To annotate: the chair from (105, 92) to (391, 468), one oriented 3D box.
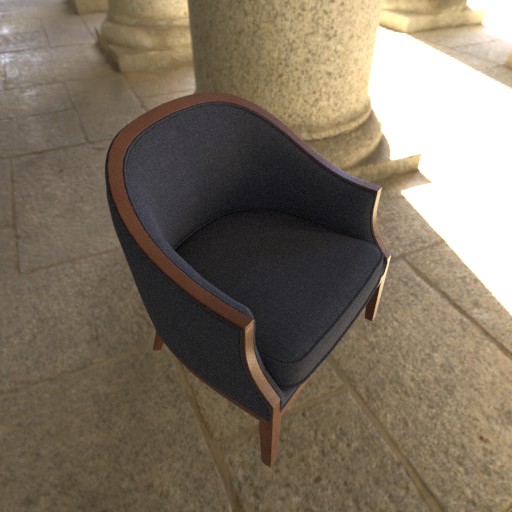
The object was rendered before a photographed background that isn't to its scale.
[{"bbox_3d":[0.000,0.000,1.485,0.735,0.876,0.803,25,46,27],"label":"chair"}]
